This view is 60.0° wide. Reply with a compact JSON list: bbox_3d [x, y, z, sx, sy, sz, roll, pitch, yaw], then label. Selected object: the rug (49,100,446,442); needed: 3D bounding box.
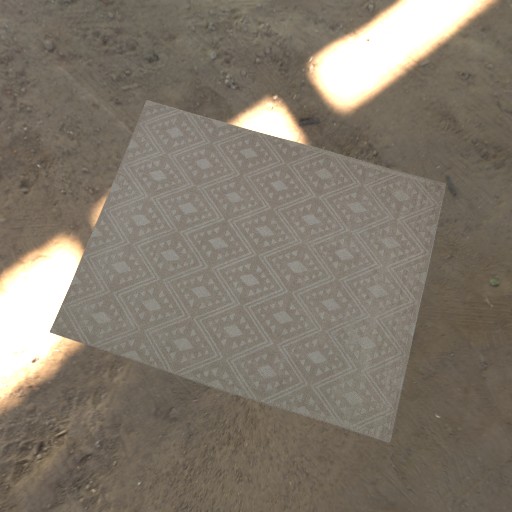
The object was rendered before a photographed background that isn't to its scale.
[{"bbox_3d":[0.000,0.000,4.006,3.011,0.054,2.399,17,76,4],"label":"rug"}]
